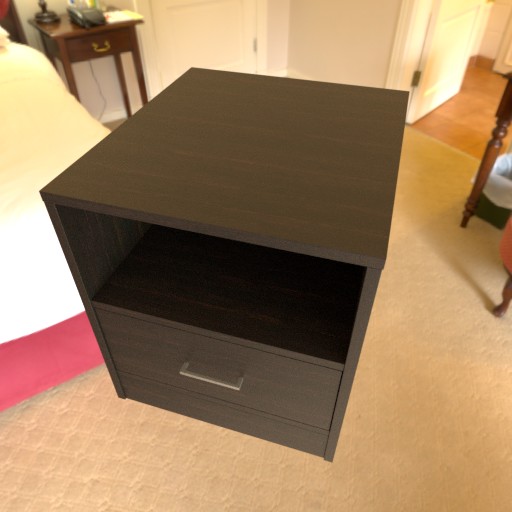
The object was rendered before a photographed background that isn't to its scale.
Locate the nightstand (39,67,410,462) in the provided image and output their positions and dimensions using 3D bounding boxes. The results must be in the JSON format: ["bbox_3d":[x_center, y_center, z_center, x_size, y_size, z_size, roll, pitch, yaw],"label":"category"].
[{"bbox_3d":[0.000,0.000,0.781,0.400,0.460,0.461,12,43,13],"label":"nightstand"}]
